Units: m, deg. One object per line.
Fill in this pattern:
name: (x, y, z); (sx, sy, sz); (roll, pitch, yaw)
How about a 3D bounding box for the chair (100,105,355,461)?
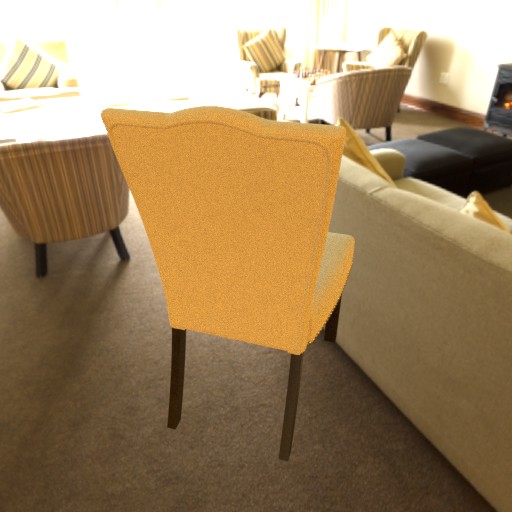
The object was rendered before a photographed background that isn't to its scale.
chair: (0.000, 0.000, 1.278); (0.518, 0.946, 0.589); (9, 32, 15)
